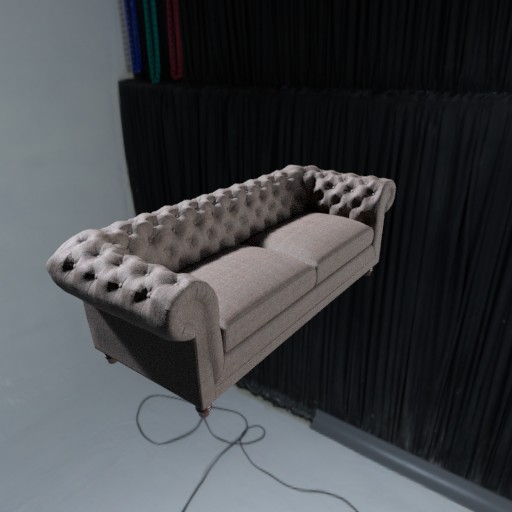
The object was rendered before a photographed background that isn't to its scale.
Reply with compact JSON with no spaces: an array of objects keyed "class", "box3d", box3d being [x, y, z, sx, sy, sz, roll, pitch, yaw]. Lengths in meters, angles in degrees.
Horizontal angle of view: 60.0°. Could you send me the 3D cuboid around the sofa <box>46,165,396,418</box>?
[{"class":"sofa","box3d":[0.000,0.000,2.891,0.944,0.787,2.385,16,28,33]}]
